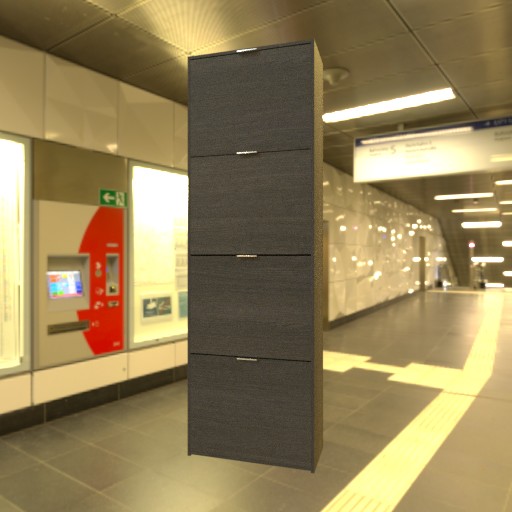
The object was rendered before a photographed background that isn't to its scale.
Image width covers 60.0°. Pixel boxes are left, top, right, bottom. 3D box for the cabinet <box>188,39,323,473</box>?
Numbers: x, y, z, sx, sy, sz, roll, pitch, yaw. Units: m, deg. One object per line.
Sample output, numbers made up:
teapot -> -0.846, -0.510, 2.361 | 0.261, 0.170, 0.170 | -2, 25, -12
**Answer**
cabinet -> 0.000, 0.000, 1.839 | 0.520, 1.630, 0.255 | 0, 0, 17
